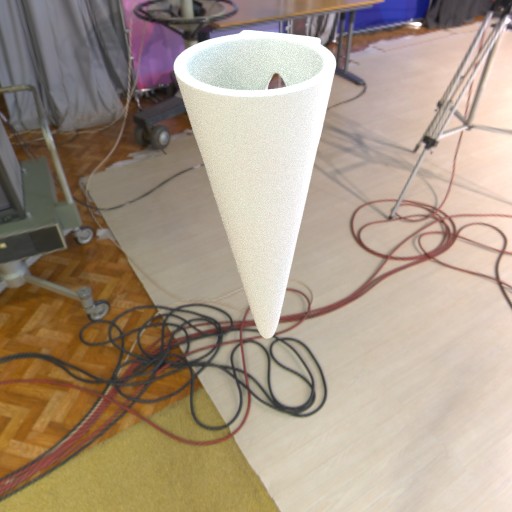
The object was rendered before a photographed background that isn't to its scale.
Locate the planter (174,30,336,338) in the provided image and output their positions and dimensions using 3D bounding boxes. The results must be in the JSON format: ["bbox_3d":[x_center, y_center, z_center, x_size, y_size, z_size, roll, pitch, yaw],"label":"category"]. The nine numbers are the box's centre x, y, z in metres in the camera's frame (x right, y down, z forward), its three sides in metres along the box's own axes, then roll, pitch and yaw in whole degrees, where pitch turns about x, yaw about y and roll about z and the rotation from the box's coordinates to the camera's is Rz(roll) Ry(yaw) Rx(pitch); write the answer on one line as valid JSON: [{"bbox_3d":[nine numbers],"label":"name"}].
[{"bbox_3d":[0.000,0.000,0.225,0.057,0.193,0.064,13,44,14],"label":"planter"}]
